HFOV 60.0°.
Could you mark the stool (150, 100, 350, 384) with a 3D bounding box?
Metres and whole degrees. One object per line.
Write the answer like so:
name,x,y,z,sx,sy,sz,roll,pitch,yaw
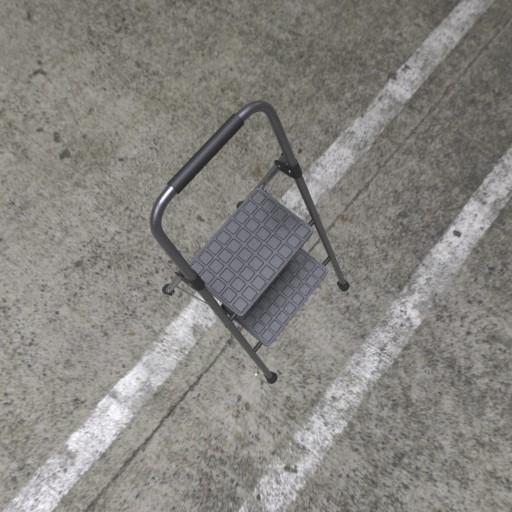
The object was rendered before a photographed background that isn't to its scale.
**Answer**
stool,0.000,0.000,1.158,0.514,0.872,0.450,39,78,9
